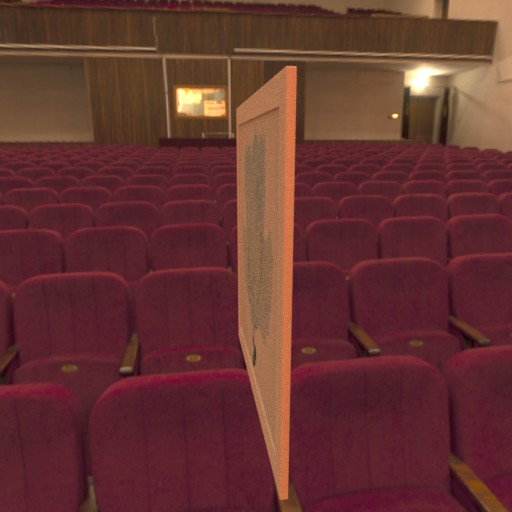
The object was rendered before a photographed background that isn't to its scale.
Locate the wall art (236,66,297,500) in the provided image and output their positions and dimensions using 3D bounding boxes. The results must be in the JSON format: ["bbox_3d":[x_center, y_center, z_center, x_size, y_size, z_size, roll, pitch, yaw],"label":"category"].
[{"bbox_3d":[0.000,0.000,0.851,0.013,0.584,0.584,-2,14,-8],"label":"wall art"}]
